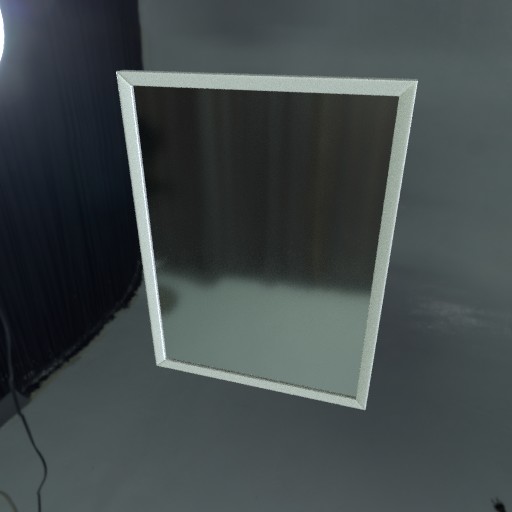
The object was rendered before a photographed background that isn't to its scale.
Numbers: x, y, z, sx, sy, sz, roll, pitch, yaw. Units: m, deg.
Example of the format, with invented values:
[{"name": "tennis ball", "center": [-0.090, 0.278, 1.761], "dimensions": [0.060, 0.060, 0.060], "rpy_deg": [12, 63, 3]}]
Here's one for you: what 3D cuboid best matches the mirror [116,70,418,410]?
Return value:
[{"name": "mirror", "center": [0.000, 0.000, 1.336], "dimensions": [0.762, 1.016, 0.040], "rpy_deg": [8, 29, 14]}]
